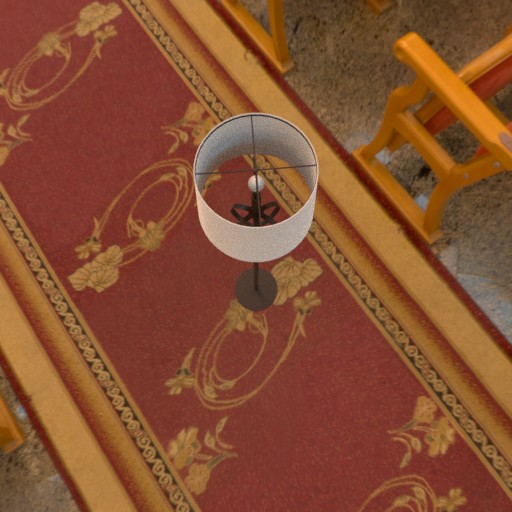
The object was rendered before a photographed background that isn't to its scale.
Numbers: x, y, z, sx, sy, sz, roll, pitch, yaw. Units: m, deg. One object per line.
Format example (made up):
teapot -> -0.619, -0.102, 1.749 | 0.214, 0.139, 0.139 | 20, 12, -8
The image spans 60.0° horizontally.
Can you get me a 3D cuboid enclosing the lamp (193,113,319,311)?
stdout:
lamp -> 0.000, 0.000, 1.600 | 0.286, 1.462, 0.286 | -34, 79, -8
